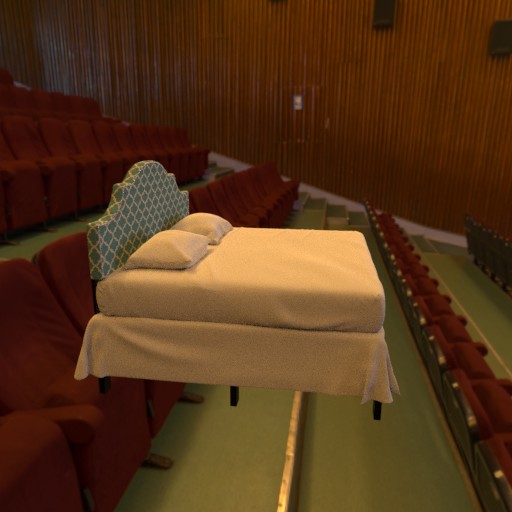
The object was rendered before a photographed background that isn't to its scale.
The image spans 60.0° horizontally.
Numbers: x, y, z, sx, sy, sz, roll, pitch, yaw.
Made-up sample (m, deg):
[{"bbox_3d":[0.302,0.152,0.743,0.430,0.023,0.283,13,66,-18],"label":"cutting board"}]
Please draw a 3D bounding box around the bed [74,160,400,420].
[{"bbox_3d":[0.000,0.000,3.838,2.222,1.601,2.314,2,15,9],"label":"bed"}]
